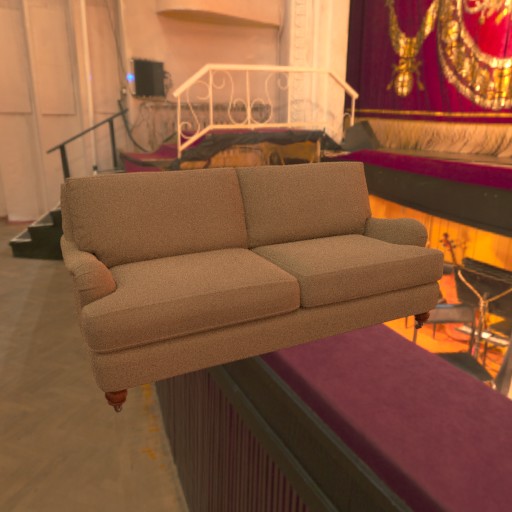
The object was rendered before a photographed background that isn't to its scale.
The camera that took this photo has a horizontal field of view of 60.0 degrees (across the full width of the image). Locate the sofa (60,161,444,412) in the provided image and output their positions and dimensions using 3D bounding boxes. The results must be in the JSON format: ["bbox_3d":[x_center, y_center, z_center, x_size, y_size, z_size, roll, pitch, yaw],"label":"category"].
[{"bbox_3d":[0.000,0.000,2.623,2.070,0.997,1.091,-8,19,-26],"label":"sofa"}]
